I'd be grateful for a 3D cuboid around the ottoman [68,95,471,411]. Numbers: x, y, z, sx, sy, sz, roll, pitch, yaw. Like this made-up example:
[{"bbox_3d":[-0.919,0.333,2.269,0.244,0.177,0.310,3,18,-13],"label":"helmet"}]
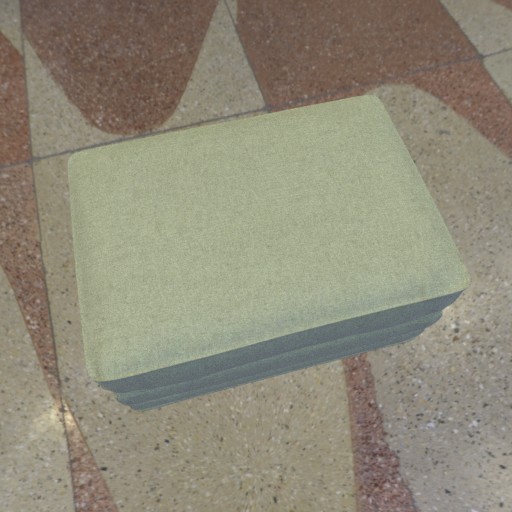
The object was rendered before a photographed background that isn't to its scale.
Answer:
[{"bbox_3d":[0.000,0.000,1.205,0.848,0.508,0.611,-13,65,-6],"label":"ottoman"}]
